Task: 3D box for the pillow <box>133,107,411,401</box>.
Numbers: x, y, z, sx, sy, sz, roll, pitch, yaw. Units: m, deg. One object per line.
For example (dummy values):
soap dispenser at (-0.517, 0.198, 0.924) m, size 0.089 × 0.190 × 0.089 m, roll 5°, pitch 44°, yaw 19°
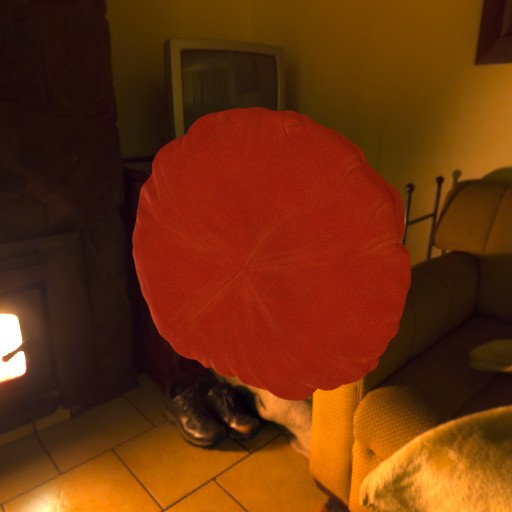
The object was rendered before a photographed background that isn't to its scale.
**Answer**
pillow at (0.000, 0.000, 0.640) m, size 0.428 × 0.407 × 0.148 m, roll 9°, pitch 19°, yaw 26°
